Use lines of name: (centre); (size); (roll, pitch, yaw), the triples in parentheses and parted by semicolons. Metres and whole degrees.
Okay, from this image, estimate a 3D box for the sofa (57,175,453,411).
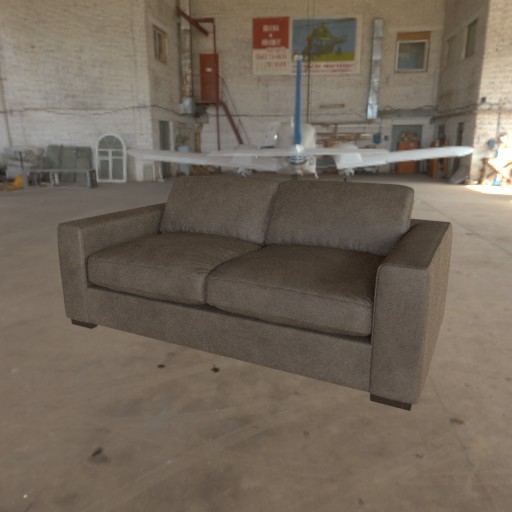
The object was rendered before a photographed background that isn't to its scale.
sofa: (0.000, 0.000, 2.451); (1.920, 0.800, 1.070); (7, 16, 26)
